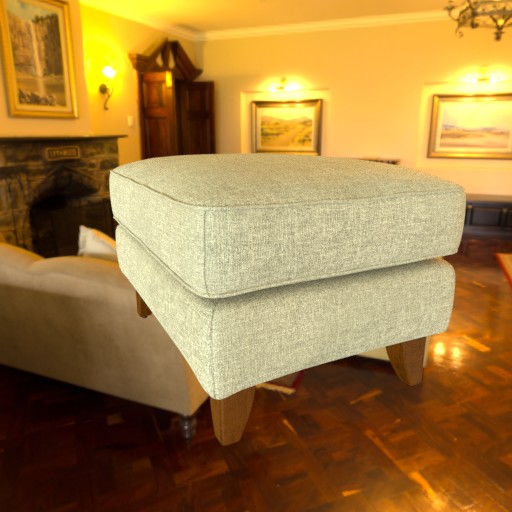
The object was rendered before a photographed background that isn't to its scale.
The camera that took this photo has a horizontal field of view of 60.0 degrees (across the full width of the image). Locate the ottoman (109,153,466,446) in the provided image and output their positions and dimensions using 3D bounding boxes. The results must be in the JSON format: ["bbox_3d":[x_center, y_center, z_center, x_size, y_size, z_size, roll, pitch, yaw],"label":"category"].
[{"bbox_3d":[0.000,0.000,1.262,0.661,0.561,0.889,-8,18,-26],"label":"ottoman"}]
